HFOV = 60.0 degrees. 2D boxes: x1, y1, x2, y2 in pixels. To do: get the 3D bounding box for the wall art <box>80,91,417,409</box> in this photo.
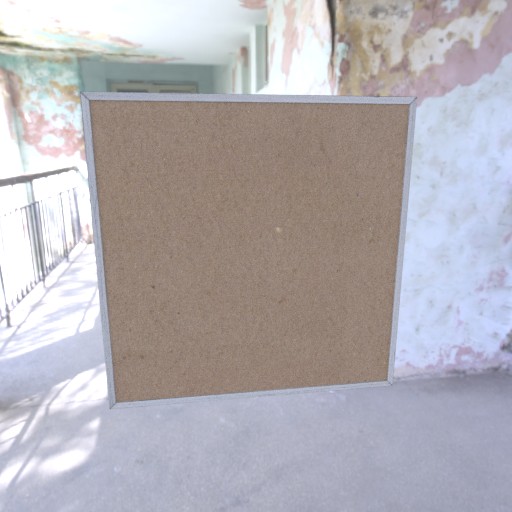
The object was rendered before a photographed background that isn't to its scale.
[{"bbox_3d":[0.000,0.000,0.743,0.508,0.508,0.038,-2,15,-8],"label":"wall art"}]
